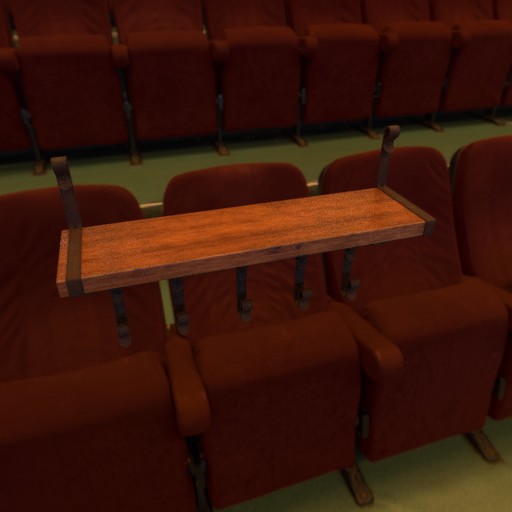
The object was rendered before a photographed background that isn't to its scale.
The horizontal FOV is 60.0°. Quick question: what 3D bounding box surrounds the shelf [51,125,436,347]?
[{"bbox_3d":[0.000,0.000,0.693,0.567,0.330,0.146,-10,32,-15],"label":"shelf"}]
